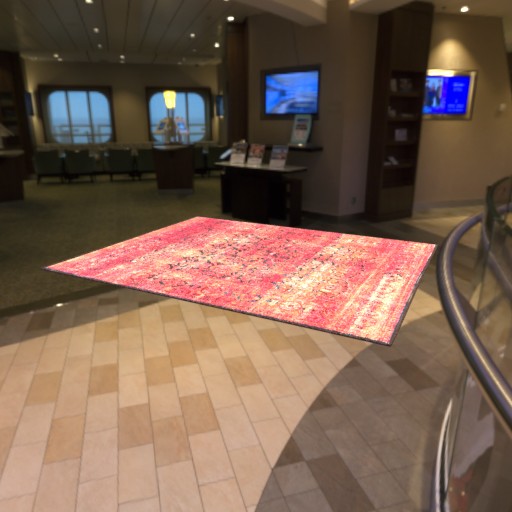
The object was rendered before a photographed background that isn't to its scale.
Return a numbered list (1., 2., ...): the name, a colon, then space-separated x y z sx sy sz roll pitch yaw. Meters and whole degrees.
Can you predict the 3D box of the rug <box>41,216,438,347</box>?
1. rug: 0.000 0.000 4.256 3.032 0.020 2.411 9 19 26
